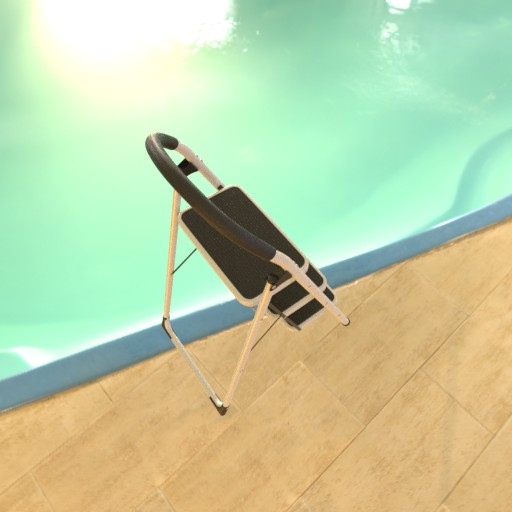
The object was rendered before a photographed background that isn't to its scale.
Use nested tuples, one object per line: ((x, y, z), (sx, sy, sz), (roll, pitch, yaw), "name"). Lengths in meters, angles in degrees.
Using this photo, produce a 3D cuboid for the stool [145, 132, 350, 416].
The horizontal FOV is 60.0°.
((0.000, 0.000, 1.465), (0.676, 1.109, 0.485), (-32, 63, -18), "stool")
